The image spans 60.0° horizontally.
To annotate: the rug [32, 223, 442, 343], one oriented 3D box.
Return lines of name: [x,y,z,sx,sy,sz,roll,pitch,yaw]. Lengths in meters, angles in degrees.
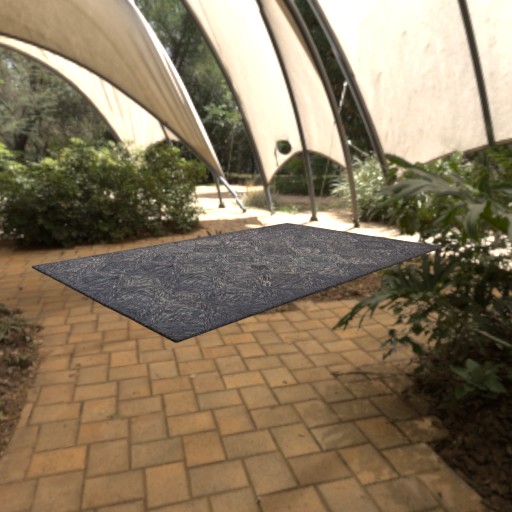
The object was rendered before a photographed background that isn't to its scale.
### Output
rug: [0.000,0.000,2.218,1.754,0.010,1.139,-13,19,-43]
